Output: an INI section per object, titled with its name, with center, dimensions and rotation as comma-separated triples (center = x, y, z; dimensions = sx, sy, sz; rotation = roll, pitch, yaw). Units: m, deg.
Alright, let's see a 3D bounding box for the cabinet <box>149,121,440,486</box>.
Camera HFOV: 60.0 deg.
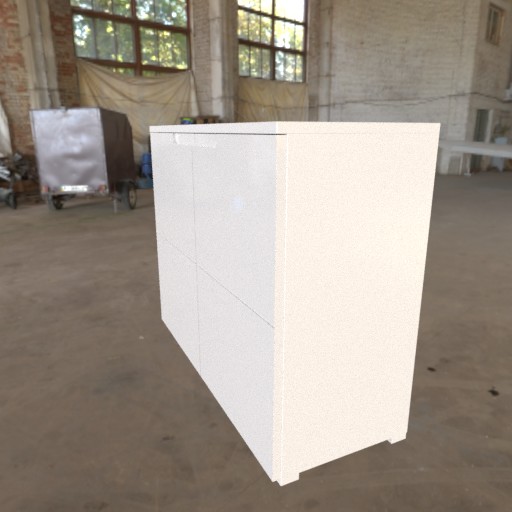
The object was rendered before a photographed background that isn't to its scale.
[cabinet]
center = 0.000, 0.000, 1.412
dimensions = 0.400, 0.800, 1.000
rotation = -7, 17, -25
